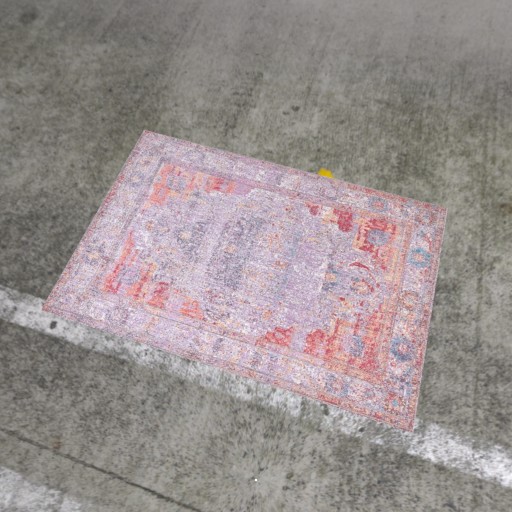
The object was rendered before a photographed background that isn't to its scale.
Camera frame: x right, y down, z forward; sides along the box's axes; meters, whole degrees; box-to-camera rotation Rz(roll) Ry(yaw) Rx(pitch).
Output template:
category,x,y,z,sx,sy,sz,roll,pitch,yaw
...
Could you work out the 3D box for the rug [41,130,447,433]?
category,x,y,z,sx,sy,sz,roll,pitch,yaw
rug,0.000,0.000,2.313,1.829,0.005,1.219,16,64,8
